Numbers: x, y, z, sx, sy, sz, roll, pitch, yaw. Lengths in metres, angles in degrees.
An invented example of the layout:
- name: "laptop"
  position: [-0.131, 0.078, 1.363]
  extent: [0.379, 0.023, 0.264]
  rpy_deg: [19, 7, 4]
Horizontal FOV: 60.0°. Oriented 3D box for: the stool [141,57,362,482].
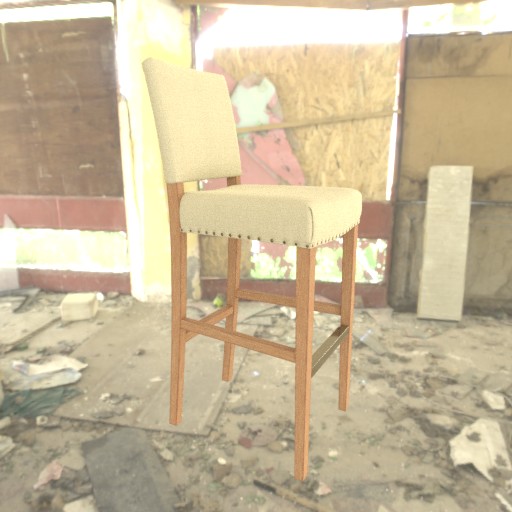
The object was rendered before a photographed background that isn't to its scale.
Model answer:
- name: "stool"
  position: [0.000, 0.000, 1.396]
  extent: [0.546, 1.143, 0.428]
  rpy_deg: [8, 16, 28]
